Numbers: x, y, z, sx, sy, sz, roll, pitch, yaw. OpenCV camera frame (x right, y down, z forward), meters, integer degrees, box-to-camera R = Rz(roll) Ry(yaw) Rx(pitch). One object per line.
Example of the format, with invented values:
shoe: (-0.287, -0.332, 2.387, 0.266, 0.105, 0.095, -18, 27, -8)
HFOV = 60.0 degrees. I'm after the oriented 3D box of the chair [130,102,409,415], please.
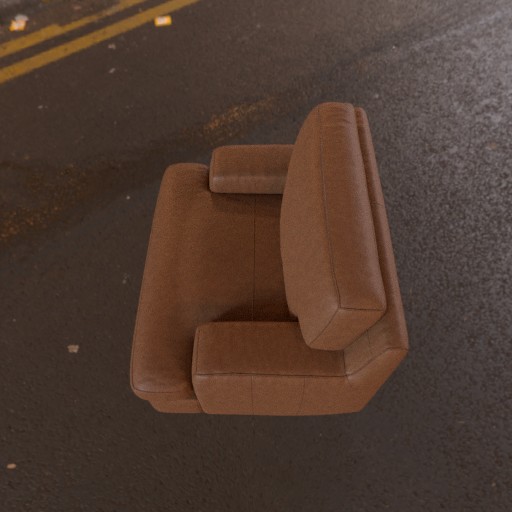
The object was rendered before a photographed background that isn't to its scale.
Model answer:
chair: (0.000, 0.000, 2.038, 1.050, 0.978, 1.276, 1, 57, 0)
